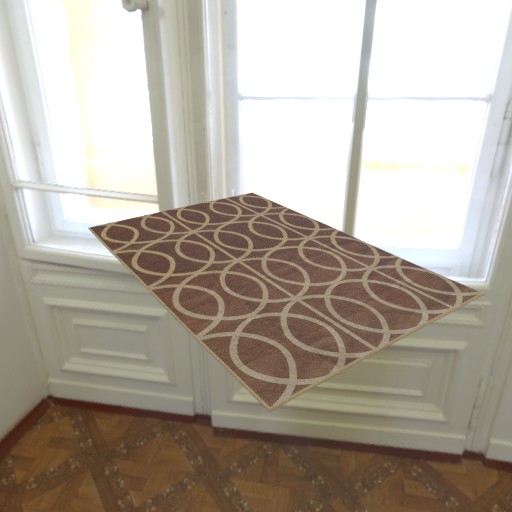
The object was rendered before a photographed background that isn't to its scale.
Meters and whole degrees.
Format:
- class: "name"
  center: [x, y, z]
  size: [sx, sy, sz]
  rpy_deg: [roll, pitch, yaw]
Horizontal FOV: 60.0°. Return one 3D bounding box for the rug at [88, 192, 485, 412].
- class: "rug"
  center: [0.000, 0.000, 2.928]
  size: [1.528, 0.014, 2.294]
  rpy_deg: [-17, 31, -32]
